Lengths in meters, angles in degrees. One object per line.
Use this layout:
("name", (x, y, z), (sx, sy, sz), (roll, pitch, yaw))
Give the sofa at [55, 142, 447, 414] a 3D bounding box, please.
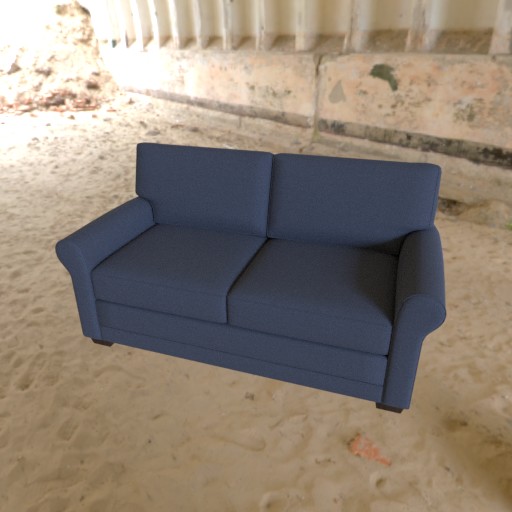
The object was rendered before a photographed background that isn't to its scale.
("sofa", (0.000, 0.000, 2.477), (1.930, 1.020, 0.940), (8, 27, 17))
